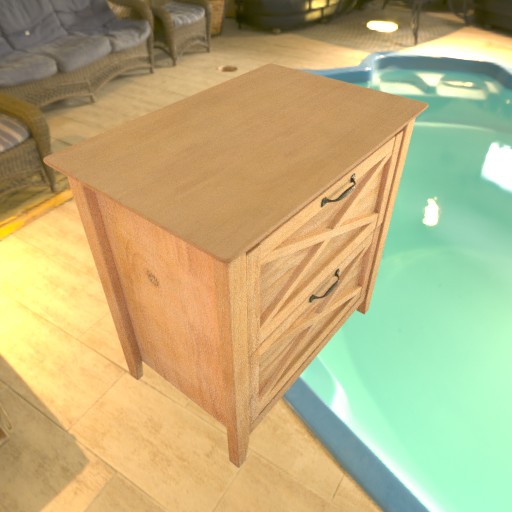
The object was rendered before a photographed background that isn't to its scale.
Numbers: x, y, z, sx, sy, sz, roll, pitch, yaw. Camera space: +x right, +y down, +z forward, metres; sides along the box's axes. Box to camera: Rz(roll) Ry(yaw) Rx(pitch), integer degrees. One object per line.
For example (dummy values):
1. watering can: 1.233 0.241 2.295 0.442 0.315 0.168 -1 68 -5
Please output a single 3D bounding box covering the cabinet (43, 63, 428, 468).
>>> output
1. cabinet: 0.000 0.000 1.247 0.503 0.762 0.763 28 48 28
